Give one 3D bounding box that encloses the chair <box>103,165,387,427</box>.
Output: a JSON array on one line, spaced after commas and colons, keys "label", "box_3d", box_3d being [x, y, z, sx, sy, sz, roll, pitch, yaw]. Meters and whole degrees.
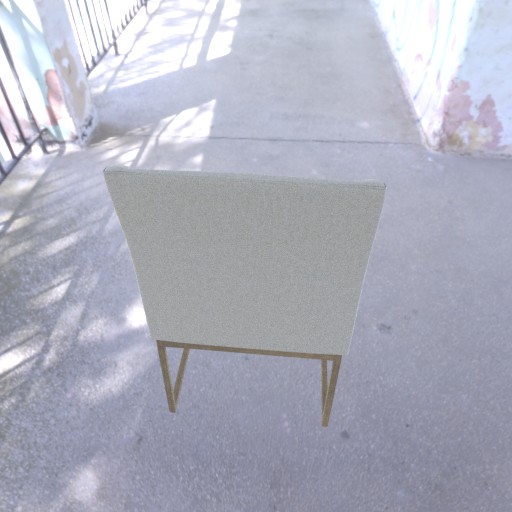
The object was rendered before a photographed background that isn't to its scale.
[{"label": "chair", "box_3d": [0.000, 0.000, 1.193, 0.508, 0.863, 0.522, 4, 46, 4]}]
